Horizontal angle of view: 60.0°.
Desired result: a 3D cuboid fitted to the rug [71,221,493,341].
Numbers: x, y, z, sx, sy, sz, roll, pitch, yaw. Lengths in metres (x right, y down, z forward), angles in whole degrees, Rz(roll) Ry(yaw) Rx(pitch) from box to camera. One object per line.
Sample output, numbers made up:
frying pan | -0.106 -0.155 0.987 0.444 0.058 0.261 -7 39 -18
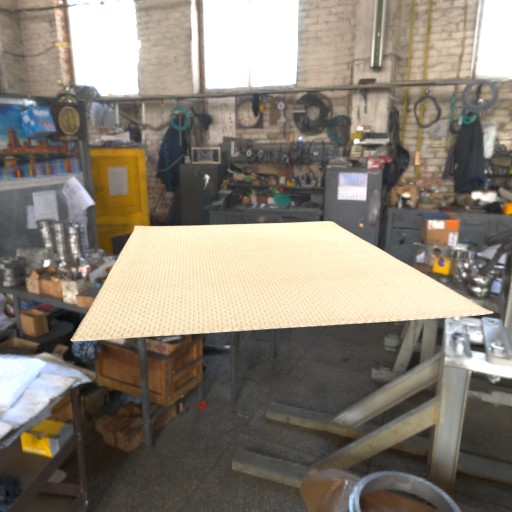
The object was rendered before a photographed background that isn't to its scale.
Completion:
rug | 0.000 0.000 3.710 2.277 0.035 2.897 -2 15 -8
